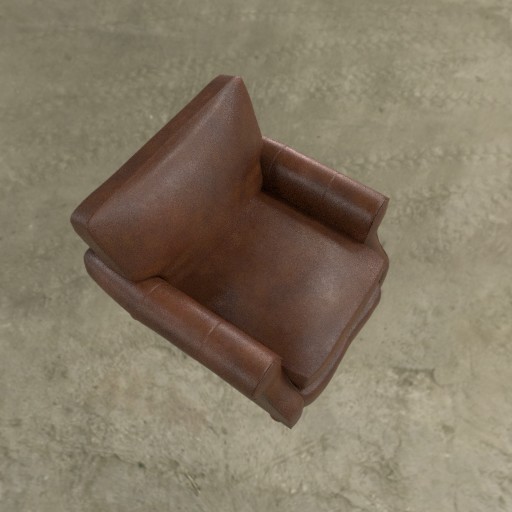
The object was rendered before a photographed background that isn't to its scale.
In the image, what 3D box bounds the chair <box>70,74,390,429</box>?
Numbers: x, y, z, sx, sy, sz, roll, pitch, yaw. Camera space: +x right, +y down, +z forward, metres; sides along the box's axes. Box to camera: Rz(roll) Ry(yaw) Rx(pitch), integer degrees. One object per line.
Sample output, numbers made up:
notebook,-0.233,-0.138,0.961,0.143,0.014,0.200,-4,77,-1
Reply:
chair,0.000,0.000,1.789,0.992,0.972,0.989,31,63,17
